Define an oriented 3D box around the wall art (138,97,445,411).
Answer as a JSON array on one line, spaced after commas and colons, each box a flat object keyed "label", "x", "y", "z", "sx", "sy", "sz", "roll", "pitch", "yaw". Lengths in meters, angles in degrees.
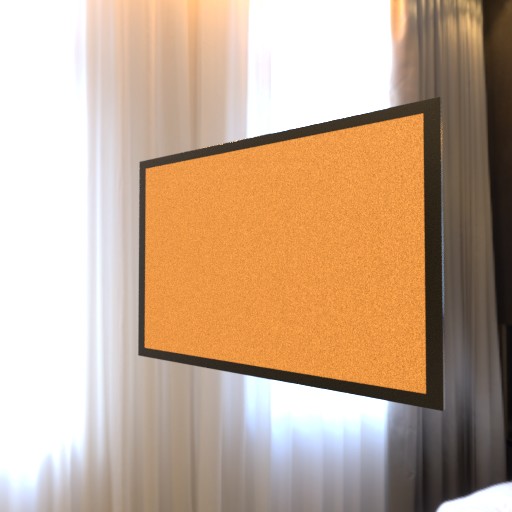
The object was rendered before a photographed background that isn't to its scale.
[{"label": "wall art", "x": 0.000, "y": 0.000, "z": 1.025, "sx": 0.819, "sy": 0.552, "sz": 0.015, "roll": -1, "pitch": -2, "yaw": 36}]
